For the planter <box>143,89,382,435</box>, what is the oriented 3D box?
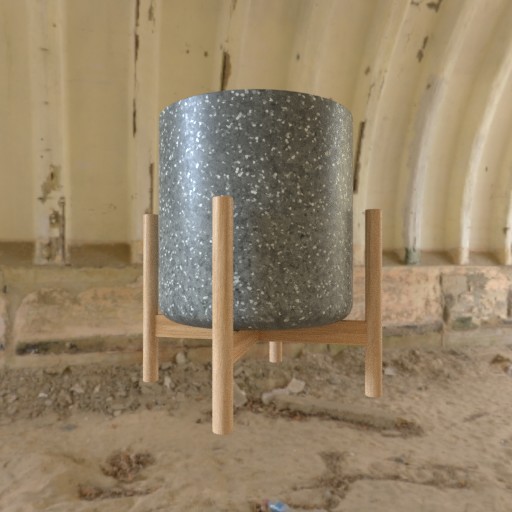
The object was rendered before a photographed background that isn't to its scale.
[{"bbox_3d":[0.000,0.000,0.707,0.360,0.419,0.360,0,0,35],"label":"planter"}]
